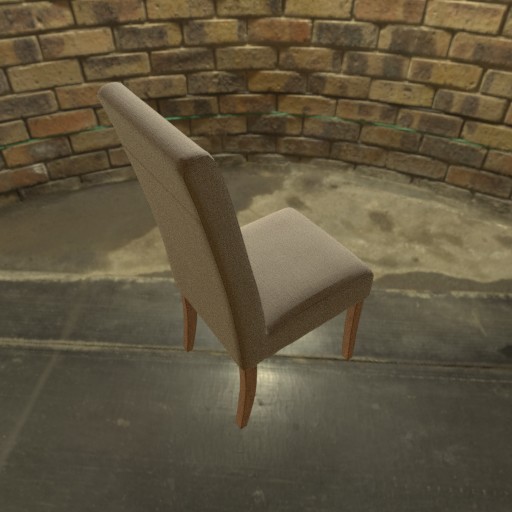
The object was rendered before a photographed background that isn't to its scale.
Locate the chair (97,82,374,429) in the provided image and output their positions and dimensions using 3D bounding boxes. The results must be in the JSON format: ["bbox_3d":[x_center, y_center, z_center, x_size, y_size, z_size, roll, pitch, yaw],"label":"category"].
[{"bbox_3d":[0.000,0.000,1.343,0.611,1.033,0.450,-24,47,-25],"label":"chair"}]
